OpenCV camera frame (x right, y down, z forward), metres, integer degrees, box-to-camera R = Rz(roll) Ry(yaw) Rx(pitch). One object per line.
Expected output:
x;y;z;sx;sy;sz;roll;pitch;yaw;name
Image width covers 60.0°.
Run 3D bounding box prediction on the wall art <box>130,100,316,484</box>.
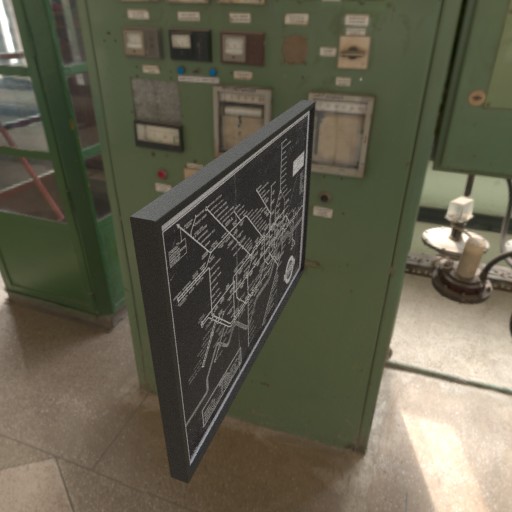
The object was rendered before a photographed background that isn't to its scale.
0.000;0.000;0.565;0.021;0.301;0.443;11;32;18;wall art
